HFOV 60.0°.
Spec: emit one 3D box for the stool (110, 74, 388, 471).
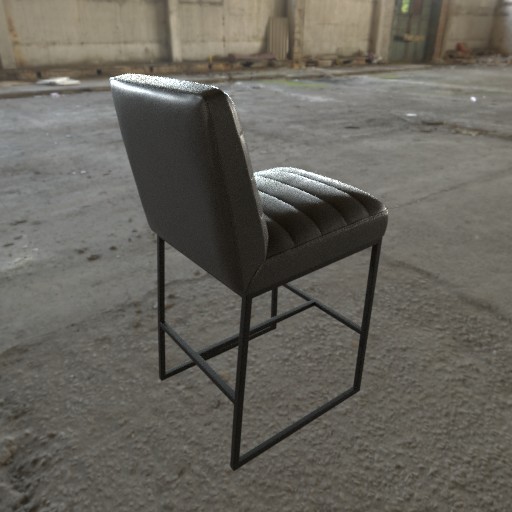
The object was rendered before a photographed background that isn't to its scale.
[{"bbox_3d":[0.000,0.000,1.227,0.552,0.938,0.457,-18,32,-32],"label":"stool"}]
